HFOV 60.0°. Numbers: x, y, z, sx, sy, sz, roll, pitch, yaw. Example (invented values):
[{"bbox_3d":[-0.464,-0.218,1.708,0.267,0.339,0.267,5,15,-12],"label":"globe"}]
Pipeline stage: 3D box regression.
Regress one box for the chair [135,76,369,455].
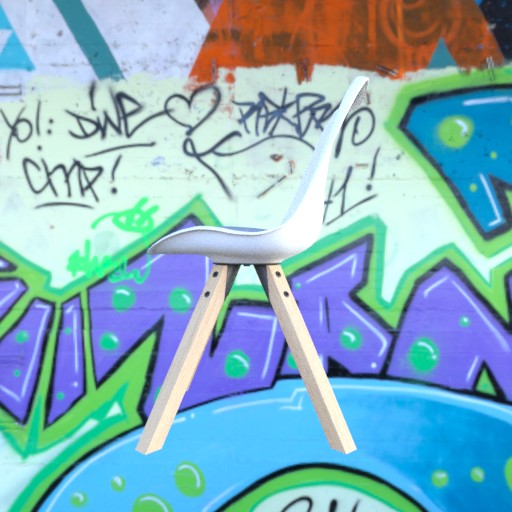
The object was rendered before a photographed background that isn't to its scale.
[{"bbox_3d":[0.000,0.000,1.167,0.550,0.850,0.485,0,1,0],"label":"chair"}]
